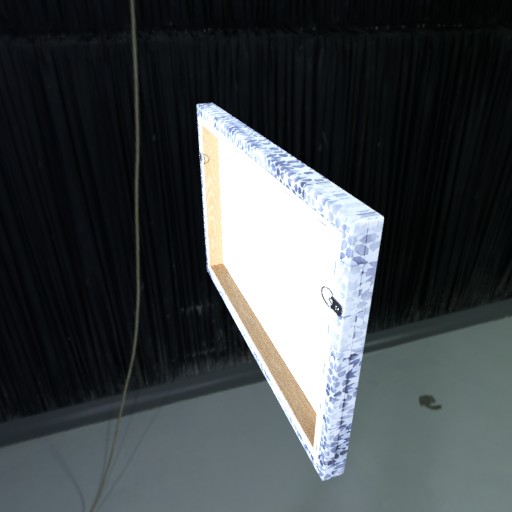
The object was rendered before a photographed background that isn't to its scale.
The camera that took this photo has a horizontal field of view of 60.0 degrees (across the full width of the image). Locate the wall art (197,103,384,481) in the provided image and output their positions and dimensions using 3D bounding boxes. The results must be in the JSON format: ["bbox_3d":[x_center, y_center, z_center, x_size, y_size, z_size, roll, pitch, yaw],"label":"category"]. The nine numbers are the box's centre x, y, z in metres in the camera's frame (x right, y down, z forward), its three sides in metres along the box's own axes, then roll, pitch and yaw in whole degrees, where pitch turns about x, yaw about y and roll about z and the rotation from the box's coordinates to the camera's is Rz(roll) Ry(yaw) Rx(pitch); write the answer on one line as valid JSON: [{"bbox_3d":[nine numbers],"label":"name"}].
[{"bbox_3d":[0.000,0.000,1.162,0.057,0.608,0.911,-11,32,-18],"label":"wall art"}]
